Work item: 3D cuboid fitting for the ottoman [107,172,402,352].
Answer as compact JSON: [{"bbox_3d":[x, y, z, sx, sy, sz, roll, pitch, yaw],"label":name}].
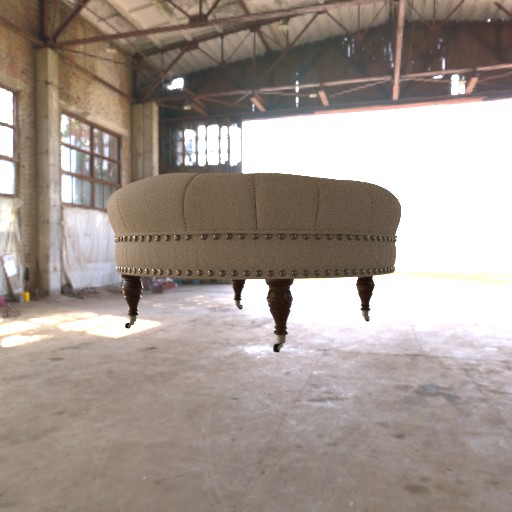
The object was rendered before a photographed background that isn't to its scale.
[{"bbox_3d":[0.000,0.000,1.407,0.901,0.439,0.901,0,1,0],"label":"ottoman"}]
